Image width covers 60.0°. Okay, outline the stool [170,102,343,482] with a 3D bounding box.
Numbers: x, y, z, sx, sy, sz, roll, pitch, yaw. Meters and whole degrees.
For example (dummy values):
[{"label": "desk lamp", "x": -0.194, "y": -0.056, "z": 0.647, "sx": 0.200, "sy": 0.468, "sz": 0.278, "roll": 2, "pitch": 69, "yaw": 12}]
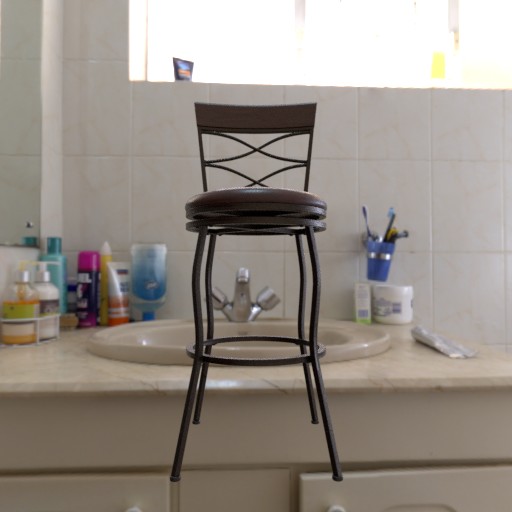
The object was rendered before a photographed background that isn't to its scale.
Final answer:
[{"label": "stool", "x": 0.000, "y": 0.000, "z": 1.365, "sx": 0.448, "sy": 1.130, "sz": 0.513, "roll": 0, "pitch": -2, "yaw": 0}]
